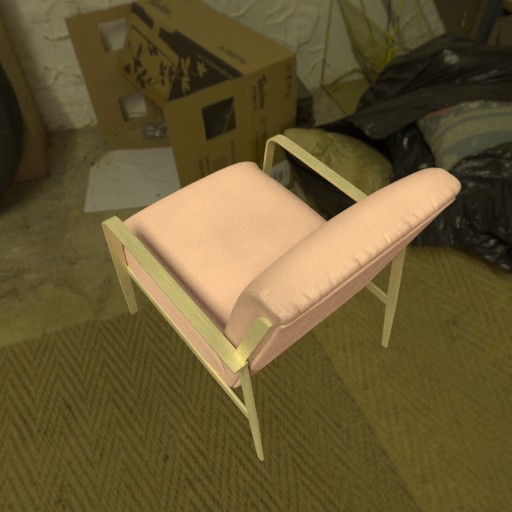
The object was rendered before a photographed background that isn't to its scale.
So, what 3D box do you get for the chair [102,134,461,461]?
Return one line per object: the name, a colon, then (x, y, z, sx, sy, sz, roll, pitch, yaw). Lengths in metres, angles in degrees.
chair: (0.000, 0.000, 1.437, 0.701, 0.823, 0.848, -33, 56, -26)
